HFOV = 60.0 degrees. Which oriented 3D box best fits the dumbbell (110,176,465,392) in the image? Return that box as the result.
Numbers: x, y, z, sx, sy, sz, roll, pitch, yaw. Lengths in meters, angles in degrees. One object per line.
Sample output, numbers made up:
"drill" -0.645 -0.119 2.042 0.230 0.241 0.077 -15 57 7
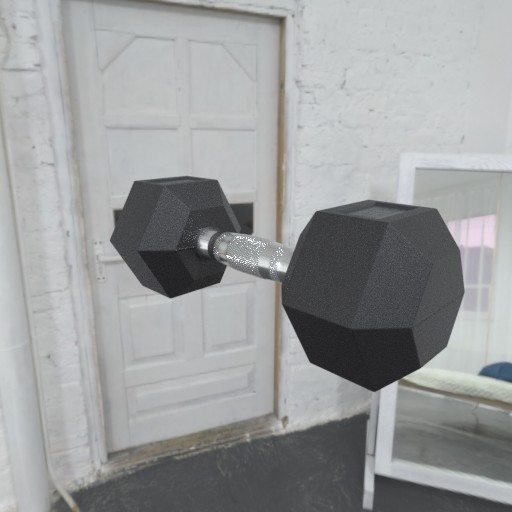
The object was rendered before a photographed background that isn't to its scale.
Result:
"dumbbell" 0.000 0.000 0.423 0.356 0.123 0.141 16 23 42
